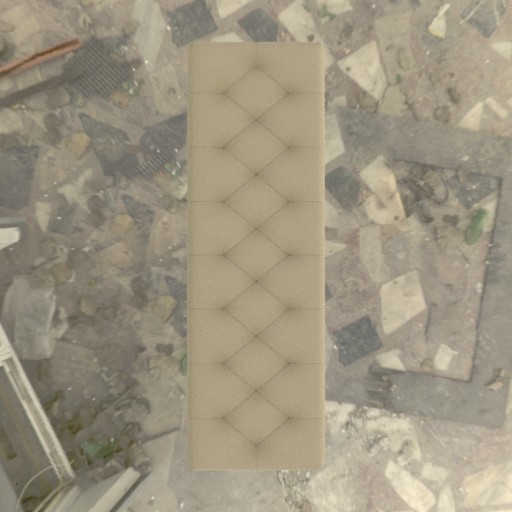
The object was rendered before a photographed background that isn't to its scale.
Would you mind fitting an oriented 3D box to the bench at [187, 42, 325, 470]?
[{"bbox_3d":[0.000,0.000,1.733,0.479,0.488,1.488,0,89,0],"label":"bench"}]
